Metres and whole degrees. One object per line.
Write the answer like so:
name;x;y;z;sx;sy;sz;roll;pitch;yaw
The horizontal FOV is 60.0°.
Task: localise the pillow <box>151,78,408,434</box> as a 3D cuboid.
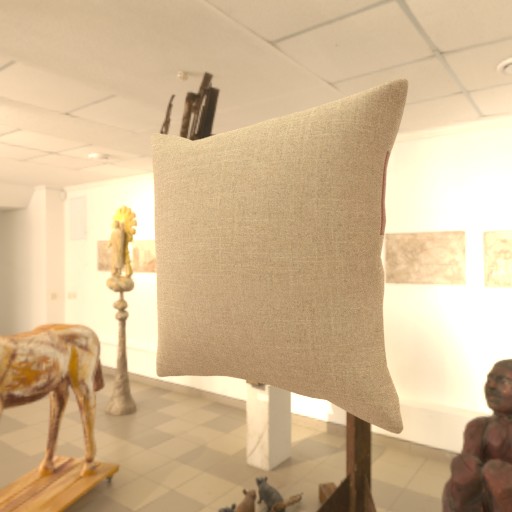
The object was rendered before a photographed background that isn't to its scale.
pillow;0.000;0.000;0.613;0.414;0.399;0.173;0;1;36
